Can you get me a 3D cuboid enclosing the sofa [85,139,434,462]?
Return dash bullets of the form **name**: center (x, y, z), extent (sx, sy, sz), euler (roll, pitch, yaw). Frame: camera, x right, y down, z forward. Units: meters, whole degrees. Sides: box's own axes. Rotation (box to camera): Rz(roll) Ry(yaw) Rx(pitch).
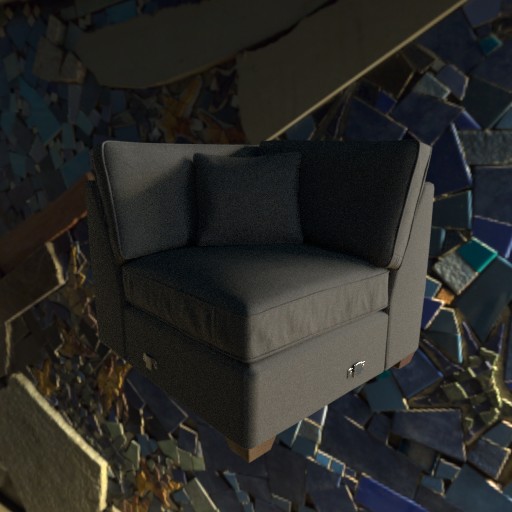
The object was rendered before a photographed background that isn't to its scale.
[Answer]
- **sofa**: center (0.000, 0.000, 1.963), extent (1.084, 1.002, 1.146), euler (-13, 19, -41)
